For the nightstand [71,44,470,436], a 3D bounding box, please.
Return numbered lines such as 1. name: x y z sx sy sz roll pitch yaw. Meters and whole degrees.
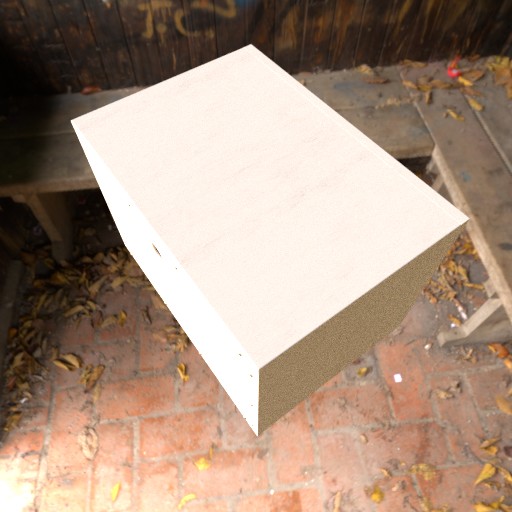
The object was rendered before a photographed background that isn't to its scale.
1. nightstand: 0.000 0.000 1.048 0.447 0.604 0.614 -32 62 -19
